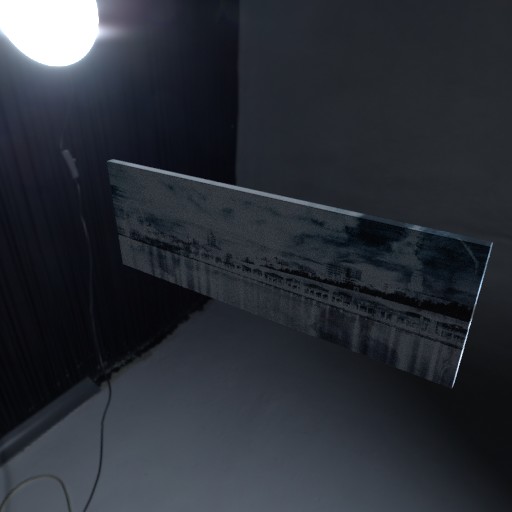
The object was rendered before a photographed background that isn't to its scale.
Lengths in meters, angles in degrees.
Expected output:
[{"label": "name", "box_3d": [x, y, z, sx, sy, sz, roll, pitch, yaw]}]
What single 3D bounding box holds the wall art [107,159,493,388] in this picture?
[{"label": "wall art", "box_3d": [0.000, 0.000, 1.685, 1.524, 0.509, 0.037, 17, 32, 29]}]
